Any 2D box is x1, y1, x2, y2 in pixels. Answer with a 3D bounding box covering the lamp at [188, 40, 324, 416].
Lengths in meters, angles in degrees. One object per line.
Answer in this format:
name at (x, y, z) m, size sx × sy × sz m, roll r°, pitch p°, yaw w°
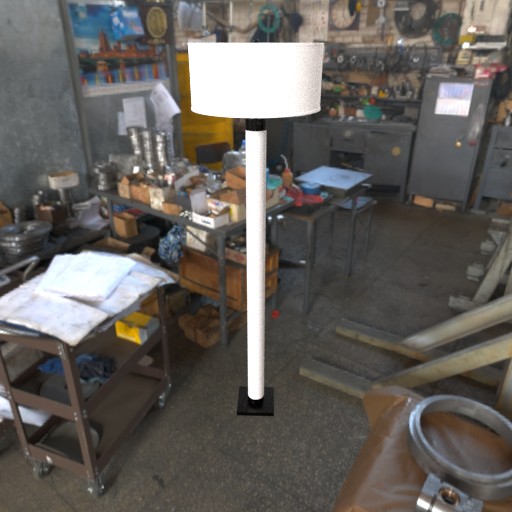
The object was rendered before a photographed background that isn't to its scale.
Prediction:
lamp at (0.000, 0.000, 1.683) m, size 0.420 × 1.475 × 0.420 m, roll 1°, pitch 26°, yaw 2°
